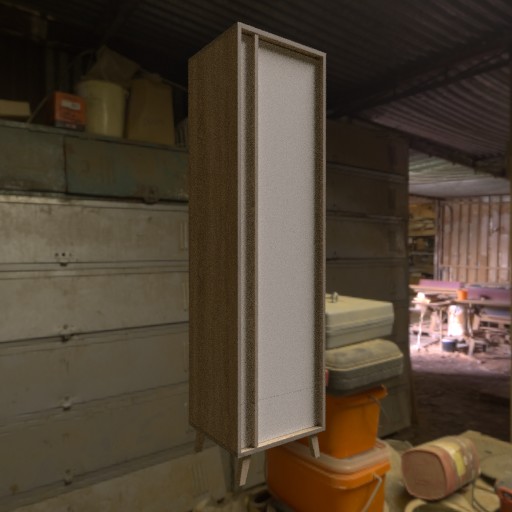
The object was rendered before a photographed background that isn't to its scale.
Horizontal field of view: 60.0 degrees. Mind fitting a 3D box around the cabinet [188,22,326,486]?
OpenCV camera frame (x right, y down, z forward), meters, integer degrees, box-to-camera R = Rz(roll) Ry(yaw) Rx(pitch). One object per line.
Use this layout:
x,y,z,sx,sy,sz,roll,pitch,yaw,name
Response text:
0.000,0.000,2.188,0.510,1.960,0.450,0,1,-36,cabinet
